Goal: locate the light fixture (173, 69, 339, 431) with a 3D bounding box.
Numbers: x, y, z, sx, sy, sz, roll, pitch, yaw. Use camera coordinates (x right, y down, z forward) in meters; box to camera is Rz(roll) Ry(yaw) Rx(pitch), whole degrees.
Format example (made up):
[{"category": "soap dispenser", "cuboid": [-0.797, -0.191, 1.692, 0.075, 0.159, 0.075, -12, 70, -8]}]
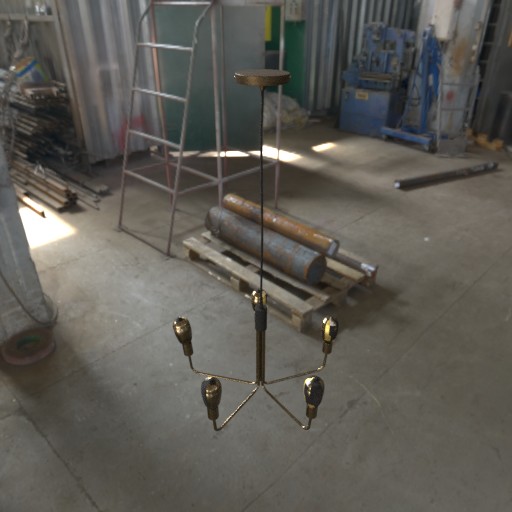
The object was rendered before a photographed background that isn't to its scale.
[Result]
[{"category": "light fixture", "cuboid": [0.000, 0.000, 1.367, 0.588, 1.059, 0.532, -1, 29, -1]}]
